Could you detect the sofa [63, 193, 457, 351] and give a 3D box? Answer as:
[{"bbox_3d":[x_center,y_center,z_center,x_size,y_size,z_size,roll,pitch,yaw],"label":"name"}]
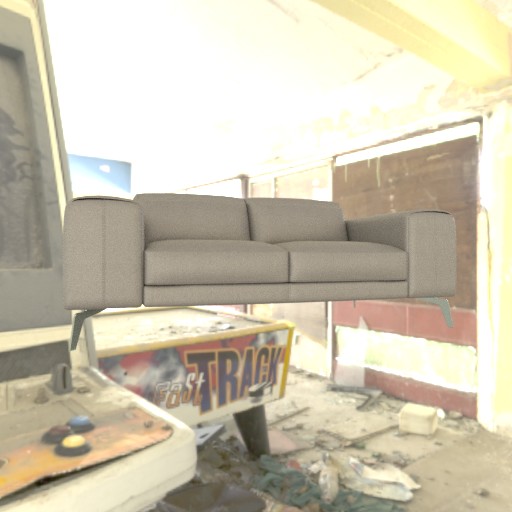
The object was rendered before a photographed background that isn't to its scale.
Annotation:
[{"bbox_3d":[0.000,0.000,2.509,1.930,0.753,1.024,0,0,-18],"label":"sofa"}]
